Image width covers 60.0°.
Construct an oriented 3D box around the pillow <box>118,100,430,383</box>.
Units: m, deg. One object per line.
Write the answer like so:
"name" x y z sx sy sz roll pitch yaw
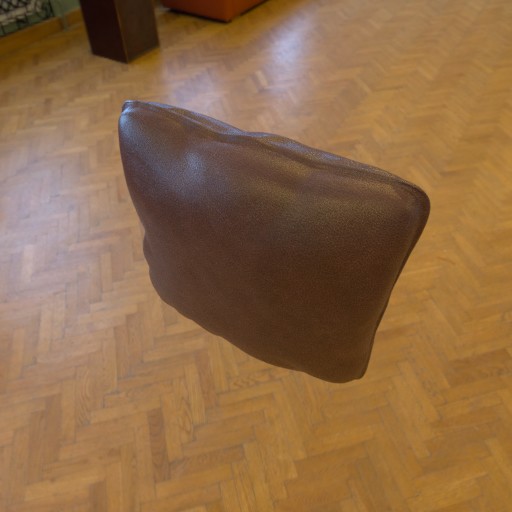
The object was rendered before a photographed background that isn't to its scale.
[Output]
"pillow" 0.000 0.000 0.839 0.532 0.523 0.236 22 51 19
